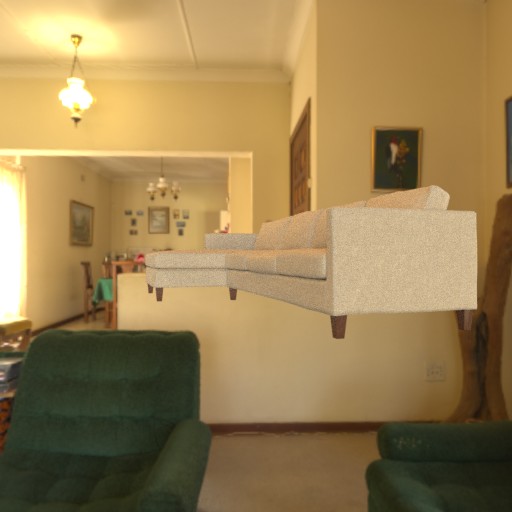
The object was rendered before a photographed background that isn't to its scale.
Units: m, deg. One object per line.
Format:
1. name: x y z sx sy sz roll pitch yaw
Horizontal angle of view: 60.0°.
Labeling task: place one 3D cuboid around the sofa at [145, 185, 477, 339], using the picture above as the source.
1. sofa: 0.000 0.000 3.782 1.625 0.846 3.186 0 0 -18
